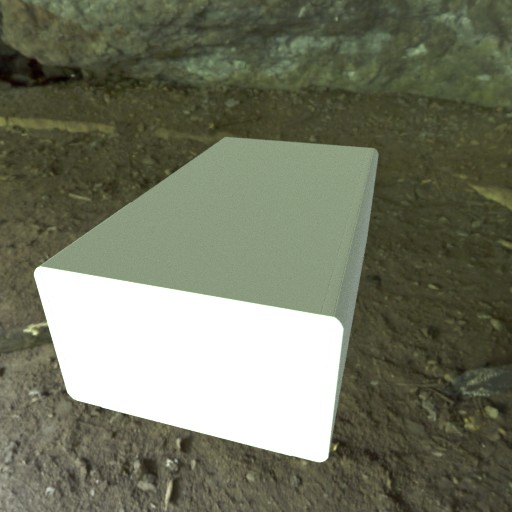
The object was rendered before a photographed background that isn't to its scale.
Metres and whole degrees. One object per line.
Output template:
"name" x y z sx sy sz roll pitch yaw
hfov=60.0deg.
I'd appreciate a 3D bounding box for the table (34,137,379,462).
"table" 0.000 0.000 1.391 0.639 0.442 1.097 8 30 14
